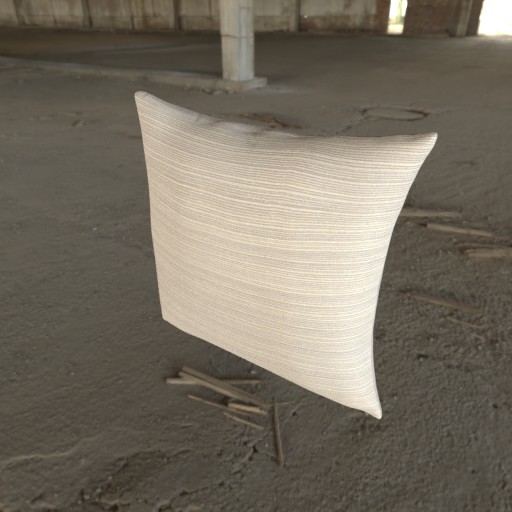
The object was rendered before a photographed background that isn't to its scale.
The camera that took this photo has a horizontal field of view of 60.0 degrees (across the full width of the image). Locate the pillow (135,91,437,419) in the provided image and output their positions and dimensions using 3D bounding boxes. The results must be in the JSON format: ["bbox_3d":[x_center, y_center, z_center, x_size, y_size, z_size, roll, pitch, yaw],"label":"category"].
[{"bbox_3d":[0.000,0.000,0.766,0.512,0.497,0.204,18,34,29],"label":"pillow"}]
